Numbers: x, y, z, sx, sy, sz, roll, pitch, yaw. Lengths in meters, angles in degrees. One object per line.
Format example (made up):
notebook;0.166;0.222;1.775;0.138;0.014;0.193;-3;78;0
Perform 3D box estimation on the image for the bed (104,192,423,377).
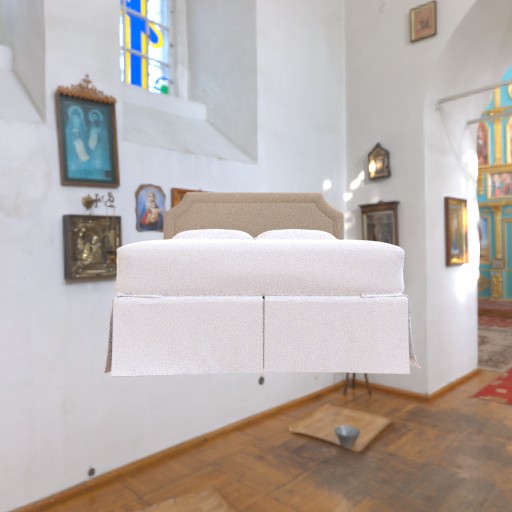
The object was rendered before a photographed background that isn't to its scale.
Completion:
bed;0.000;0.000;3.431;1.828;1.301;2.204;0;-1;-1
